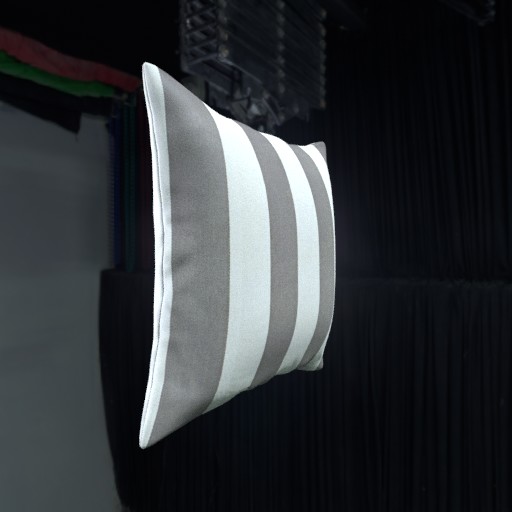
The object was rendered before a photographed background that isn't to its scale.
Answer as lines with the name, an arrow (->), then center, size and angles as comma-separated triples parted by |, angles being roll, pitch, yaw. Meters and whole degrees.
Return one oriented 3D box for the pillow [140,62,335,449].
pillow -> 0.000, 0.000, 0.784 | 0.192, 0.507, 0.522 | 0, 0, 35
